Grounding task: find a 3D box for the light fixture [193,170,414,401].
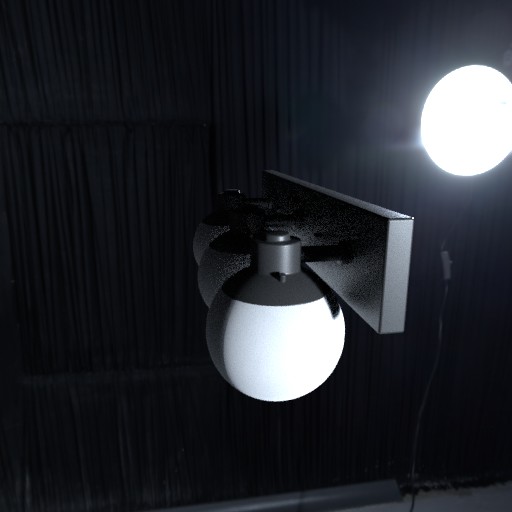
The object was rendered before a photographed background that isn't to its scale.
[{"bbox_3d":[0.000,0.000,0.828,0.218,0.263,0.721,-3,15,-9],"label":"light fixture"}]
